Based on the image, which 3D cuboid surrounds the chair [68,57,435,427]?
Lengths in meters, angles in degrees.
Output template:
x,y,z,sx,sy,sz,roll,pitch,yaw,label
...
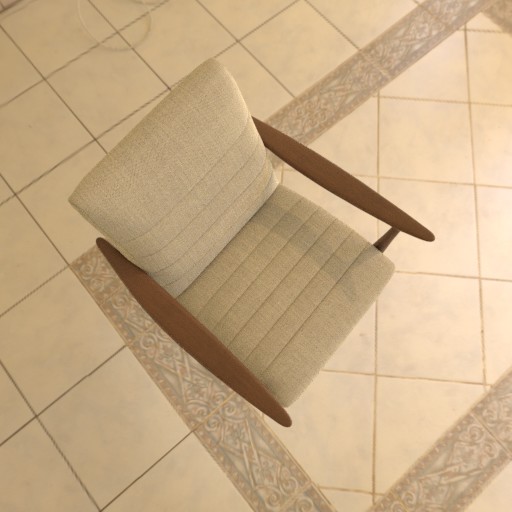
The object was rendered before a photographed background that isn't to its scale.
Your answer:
x,y,z,sx,sy,sz,roll,pitch,yaw,label
0.000,0.000,1.464,0.798,0.832,0.741,39,78,10,chair
